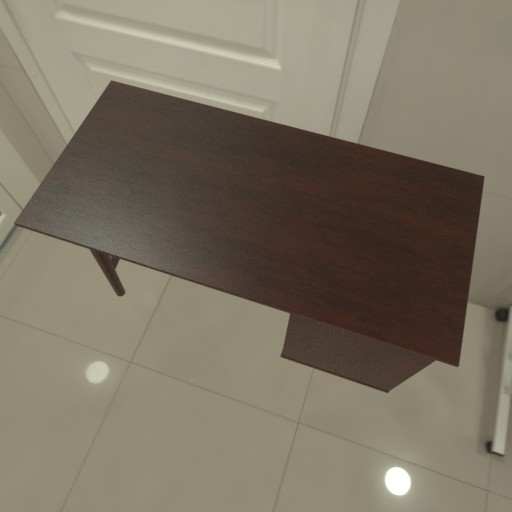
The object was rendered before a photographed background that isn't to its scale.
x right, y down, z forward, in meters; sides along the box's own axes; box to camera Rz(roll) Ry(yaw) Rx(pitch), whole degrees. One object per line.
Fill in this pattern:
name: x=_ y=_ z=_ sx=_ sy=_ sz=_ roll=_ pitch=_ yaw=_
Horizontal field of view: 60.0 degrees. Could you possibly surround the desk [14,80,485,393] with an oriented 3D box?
desk: x=0.000 y=0.000 z=1.662 sx=1.277 sy=0.758 sz=0.612 roll=17 pitch=65 yaw=8
